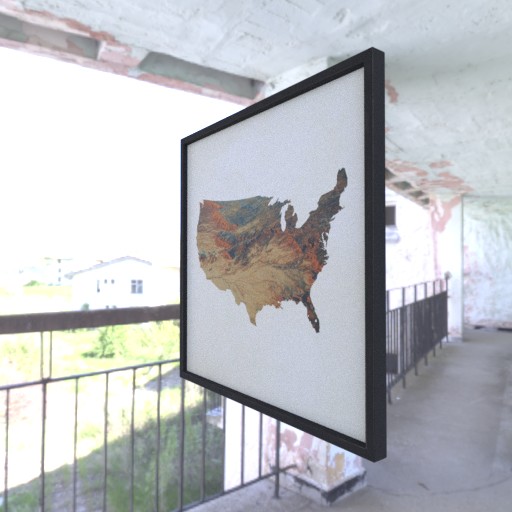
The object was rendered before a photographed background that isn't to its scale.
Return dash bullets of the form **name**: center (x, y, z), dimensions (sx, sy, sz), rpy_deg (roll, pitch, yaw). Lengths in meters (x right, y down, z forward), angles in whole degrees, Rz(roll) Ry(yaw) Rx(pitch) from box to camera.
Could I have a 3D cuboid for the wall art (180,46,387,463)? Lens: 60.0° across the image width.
- **wall art**: center (0.000, 0.000, 0.448), dimensions (0.015, 0.303, 0.304), rpy_deg (1, -1, -37)
